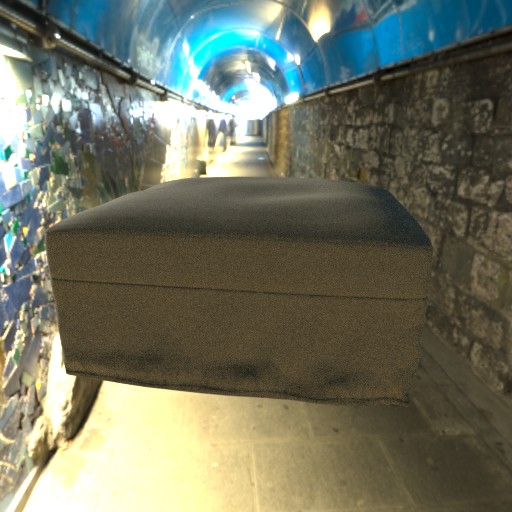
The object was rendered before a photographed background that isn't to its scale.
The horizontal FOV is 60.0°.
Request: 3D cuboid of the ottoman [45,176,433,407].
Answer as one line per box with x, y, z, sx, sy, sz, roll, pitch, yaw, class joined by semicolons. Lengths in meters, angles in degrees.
0.000;0.000;1.332;0.840;0.436;0.843;3;17;9;ottoman
